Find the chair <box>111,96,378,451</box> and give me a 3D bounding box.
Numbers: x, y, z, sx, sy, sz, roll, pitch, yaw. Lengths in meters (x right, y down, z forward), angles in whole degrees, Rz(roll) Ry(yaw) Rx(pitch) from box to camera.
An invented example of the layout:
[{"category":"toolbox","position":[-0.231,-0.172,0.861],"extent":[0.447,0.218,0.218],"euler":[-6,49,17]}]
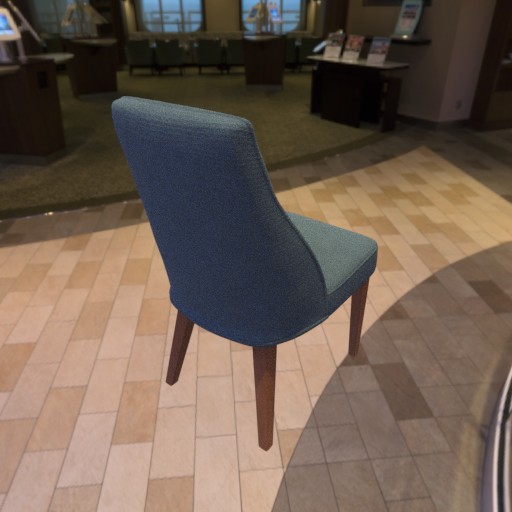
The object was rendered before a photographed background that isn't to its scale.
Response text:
[{"category":"chair","position":[0.000,0.000,1.284],"extent":[0.500,0.930,0.620],"euler":[22,36,33]}]
